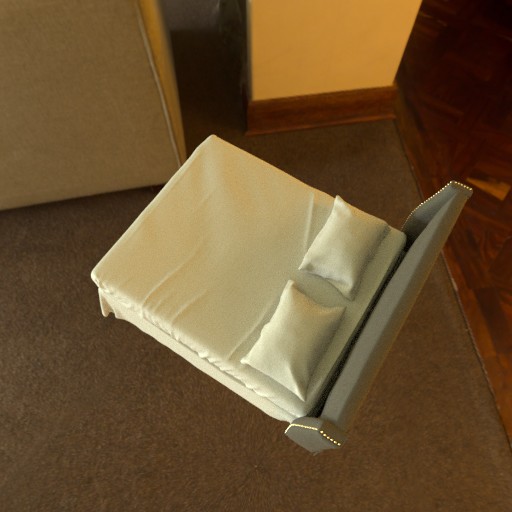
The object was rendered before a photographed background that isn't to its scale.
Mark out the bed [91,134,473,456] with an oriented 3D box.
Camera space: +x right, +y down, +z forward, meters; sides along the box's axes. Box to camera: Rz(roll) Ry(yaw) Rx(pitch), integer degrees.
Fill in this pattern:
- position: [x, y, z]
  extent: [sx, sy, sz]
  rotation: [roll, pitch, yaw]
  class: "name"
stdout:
- position: [0.000, 0.000, 3.460]
  extent: [2.276, 1.332, 1.925]
  rotation: [30, 68, 13]
  class: "bed"
